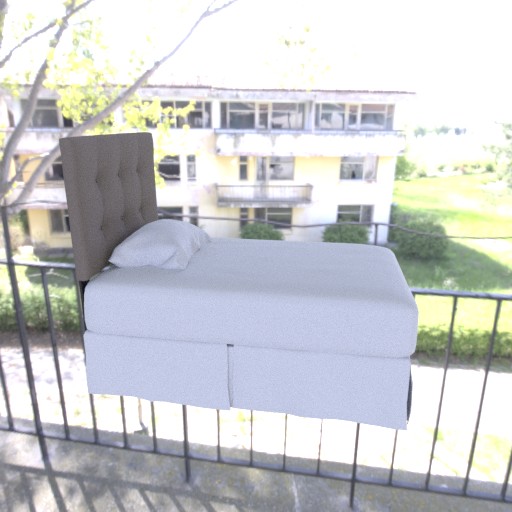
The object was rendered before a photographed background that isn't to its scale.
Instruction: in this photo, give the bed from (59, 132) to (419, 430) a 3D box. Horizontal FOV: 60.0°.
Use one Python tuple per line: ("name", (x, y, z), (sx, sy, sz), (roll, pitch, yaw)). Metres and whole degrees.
("bed", (0.000, 0.000, 2.974), (1.997, 1.571, 1.261), (3, 17, 9))
